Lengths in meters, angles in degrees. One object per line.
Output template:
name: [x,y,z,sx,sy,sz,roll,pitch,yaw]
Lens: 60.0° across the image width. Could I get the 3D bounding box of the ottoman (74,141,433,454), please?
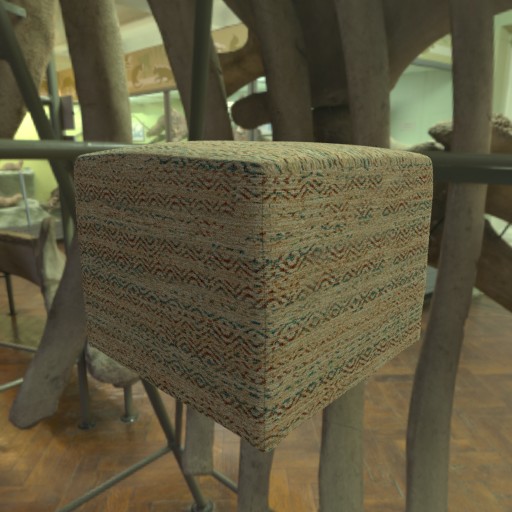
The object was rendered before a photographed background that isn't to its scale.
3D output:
ottoman: [0.000,0.000,0.903,0.512,0.453,0.521,13,18,42]
